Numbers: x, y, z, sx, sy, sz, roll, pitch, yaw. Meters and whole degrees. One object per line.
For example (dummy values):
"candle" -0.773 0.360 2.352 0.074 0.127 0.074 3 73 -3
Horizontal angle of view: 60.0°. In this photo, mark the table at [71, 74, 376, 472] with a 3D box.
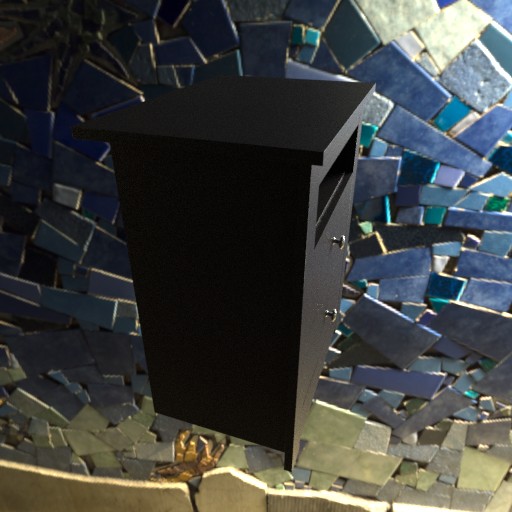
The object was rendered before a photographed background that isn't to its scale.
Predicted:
"table" 0.000 0.000 1.054 0.408 0.711 0.589 10 32 17
